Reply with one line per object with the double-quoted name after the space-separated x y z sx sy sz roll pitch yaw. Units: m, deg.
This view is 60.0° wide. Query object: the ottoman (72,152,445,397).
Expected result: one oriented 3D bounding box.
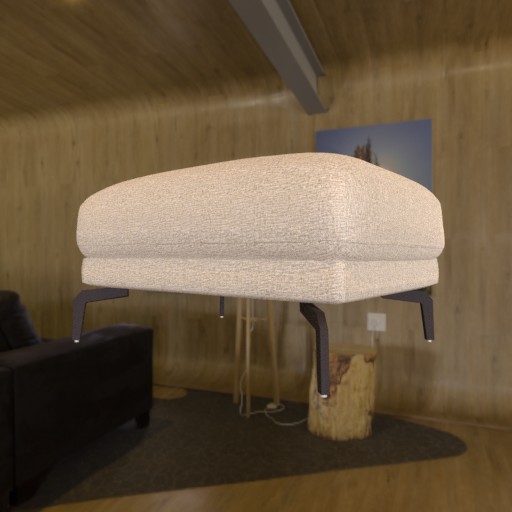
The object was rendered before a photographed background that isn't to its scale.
0.000 0.000 1.090 0.772 0.420 0.568 0 0 38 "ottoman"
